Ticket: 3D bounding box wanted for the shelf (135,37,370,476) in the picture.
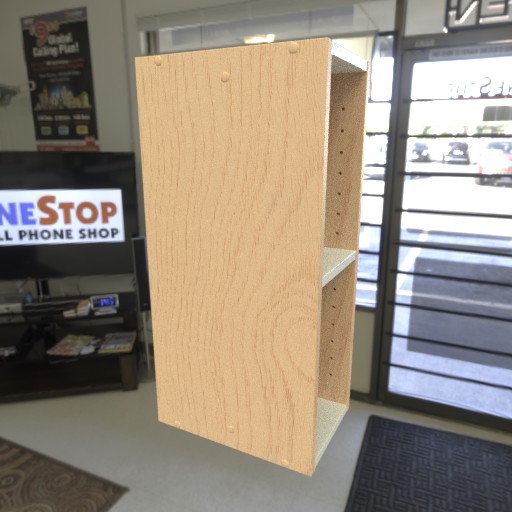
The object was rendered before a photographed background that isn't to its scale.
[{"bbox_3d":[0.000,0.000,0.733,0.290,0.600,0.200,8,17,27],"label":"shelf"}]
